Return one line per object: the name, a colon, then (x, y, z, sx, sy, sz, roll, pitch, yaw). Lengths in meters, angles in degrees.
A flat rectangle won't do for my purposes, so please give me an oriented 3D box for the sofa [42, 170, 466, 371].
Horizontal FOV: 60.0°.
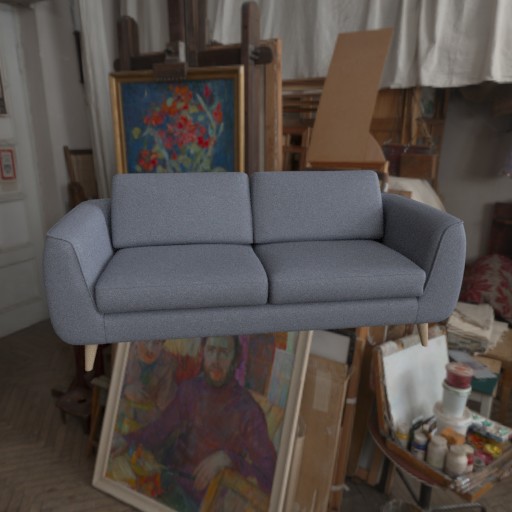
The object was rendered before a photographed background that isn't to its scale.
sofa: (0.000, 0.000, 2.500, 2.000, 0.870, 0.920, -2, 16, -8)
